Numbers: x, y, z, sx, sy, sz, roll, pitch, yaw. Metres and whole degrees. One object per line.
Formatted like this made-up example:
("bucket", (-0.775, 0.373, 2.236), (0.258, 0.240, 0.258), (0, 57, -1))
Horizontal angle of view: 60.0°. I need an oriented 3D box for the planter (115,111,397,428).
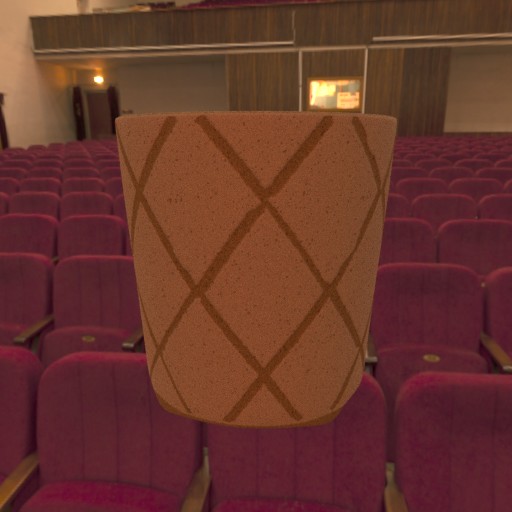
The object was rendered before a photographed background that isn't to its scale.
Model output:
("planter", (0.000, 0.000, 0.338), (0.191, 0.199, 0.191), (0, 15, 0))
